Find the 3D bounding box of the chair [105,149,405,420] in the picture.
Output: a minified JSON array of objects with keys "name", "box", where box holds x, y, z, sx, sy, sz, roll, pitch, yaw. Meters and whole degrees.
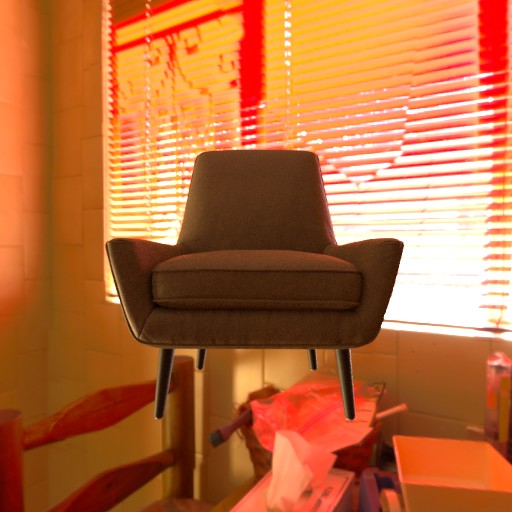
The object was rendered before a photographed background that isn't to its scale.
[{"name":"chair","box":[0.000,0.000,1.543,0.787,0.888,0.824,0,1,1]}]
